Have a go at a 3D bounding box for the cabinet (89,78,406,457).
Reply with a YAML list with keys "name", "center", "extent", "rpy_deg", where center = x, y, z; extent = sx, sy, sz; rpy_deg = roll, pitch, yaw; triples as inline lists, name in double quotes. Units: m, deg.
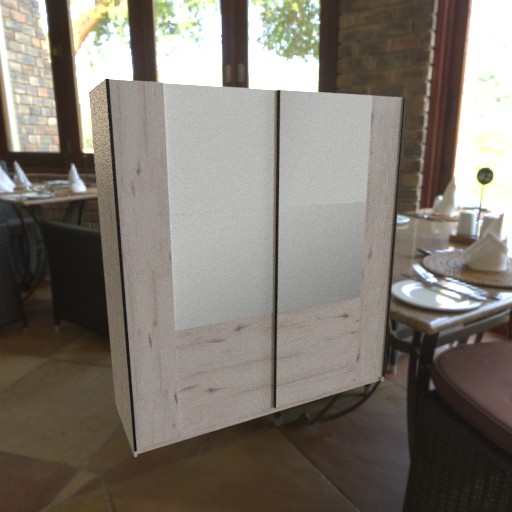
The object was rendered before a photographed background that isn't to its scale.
- name: "cabinet"
  center: [0.000, 0.000, 3.175]
  extent: [2.000, 2.180, 0.660]
  rpy_deg: [-7, 16, -26]
